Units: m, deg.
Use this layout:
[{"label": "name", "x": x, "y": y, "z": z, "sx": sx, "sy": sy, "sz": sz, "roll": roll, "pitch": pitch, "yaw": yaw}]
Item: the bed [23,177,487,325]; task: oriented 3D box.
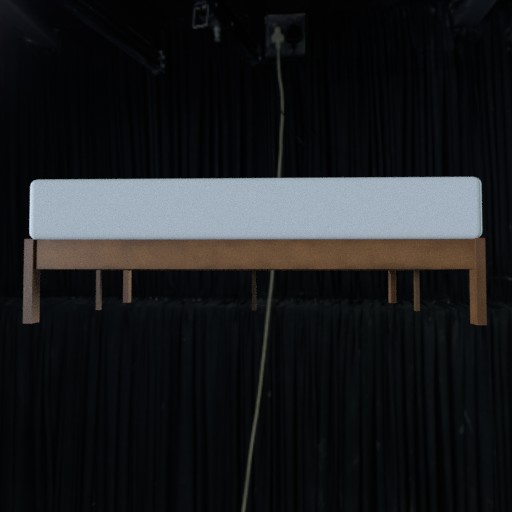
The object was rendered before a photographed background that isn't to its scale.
[{"label": "bed", "x": 0.000, "y": 0.000, "z": 2.524, "sx": 1.927, "sy": 0.616, "sz": 1.348, "roll": 0, "pitch": -2, "yaw": 2}]
